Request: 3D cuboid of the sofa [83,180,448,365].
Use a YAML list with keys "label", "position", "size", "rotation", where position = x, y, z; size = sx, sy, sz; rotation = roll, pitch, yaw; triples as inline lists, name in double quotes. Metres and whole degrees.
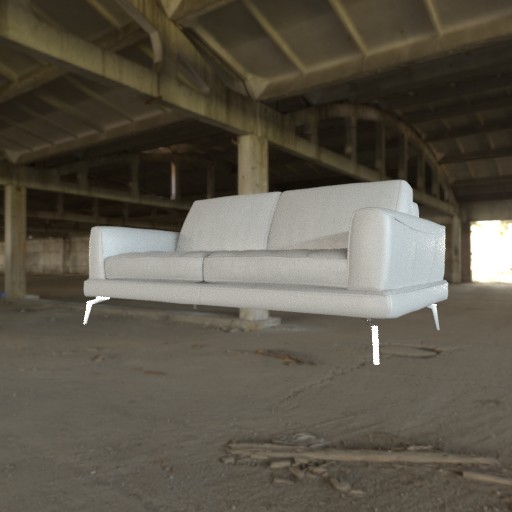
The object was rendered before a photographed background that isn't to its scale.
- label: "sofa"
  position: [0.000, 0.000, 2.870]
  size: [2.177, 0.930, 1.121]
  rotation: [0, -1, 35]
